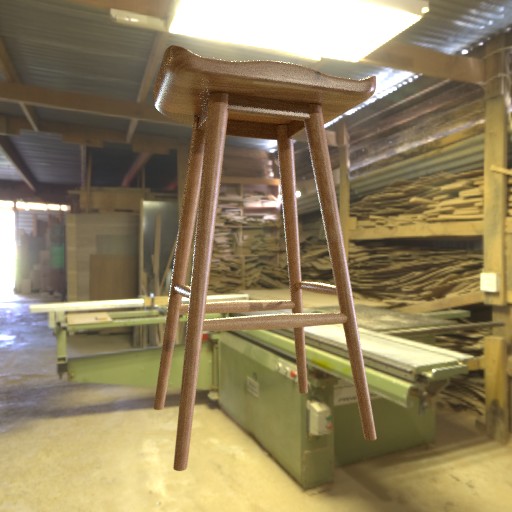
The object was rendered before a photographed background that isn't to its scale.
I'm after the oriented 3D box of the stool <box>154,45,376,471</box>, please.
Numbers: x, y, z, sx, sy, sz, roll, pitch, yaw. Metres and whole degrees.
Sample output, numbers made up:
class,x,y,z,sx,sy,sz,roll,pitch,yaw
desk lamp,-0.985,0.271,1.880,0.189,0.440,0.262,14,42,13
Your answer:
class,x,y,z,sx,sy,sz,roll,pitch,yaw
stool,0.000,0.000,0.930,0.407,0.698,0.322,0,0,-19
